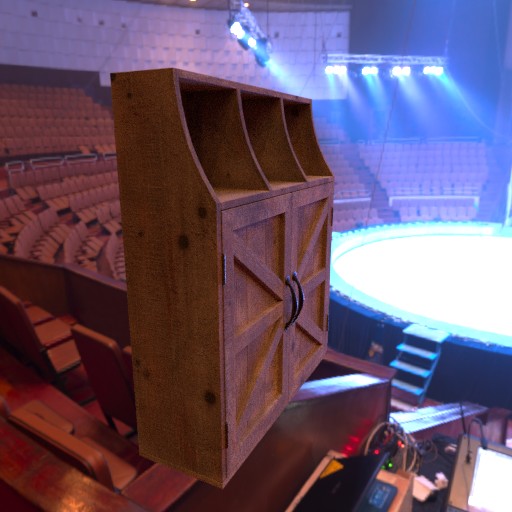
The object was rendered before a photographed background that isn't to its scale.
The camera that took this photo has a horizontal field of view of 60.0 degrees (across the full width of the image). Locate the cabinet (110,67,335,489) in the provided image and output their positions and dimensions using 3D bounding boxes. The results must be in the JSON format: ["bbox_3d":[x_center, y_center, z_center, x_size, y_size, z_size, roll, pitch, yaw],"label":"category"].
[{"bbox_3d":[0.000,0.000,0.828,0.184,0.590,0.489,7,16,26],"label":"cabinet"}]
